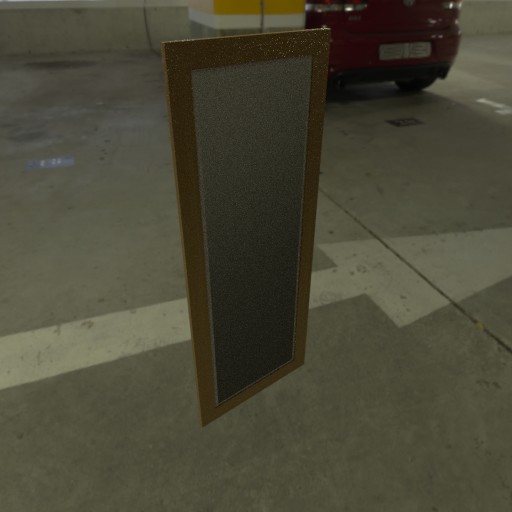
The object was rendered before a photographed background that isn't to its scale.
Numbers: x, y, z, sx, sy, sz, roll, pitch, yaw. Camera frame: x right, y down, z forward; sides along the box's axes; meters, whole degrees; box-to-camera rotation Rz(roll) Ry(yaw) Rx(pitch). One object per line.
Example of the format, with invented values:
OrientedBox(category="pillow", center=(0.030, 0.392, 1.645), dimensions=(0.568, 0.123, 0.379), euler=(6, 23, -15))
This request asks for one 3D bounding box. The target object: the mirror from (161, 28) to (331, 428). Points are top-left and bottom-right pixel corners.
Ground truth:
OrientedBox(category="mirror", center=(0.000, 0.000, 2.261), dimensions=(0.812, 2.031, 0.025), euler=(-23, 39, -32))
